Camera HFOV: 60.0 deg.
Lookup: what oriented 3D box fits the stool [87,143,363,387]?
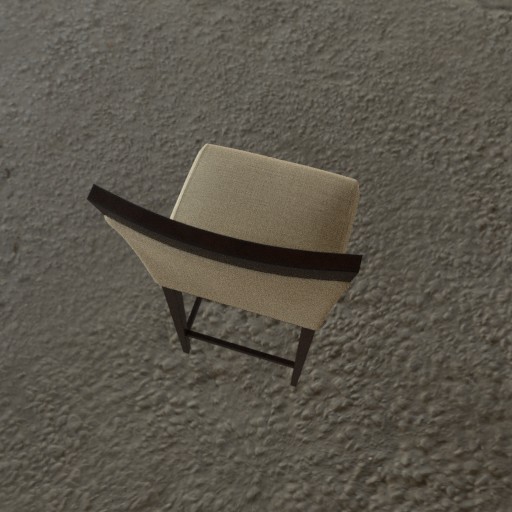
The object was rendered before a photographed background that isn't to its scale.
[{"bbox_3d":[0.000,0.000,1.374,0.511,1.117,0.531,15,65,7],"label":"stool"}]
